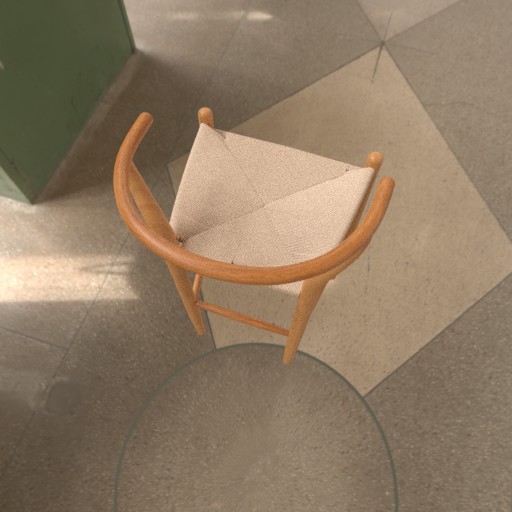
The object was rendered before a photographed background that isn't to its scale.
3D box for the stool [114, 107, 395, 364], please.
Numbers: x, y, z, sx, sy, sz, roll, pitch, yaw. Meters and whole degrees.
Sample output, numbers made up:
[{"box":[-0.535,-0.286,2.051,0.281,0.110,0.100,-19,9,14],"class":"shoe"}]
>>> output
[{"box":[0.000,0.000,1.305,0.569,0.970,0.579,17,64,8],"class":"stool"}]
